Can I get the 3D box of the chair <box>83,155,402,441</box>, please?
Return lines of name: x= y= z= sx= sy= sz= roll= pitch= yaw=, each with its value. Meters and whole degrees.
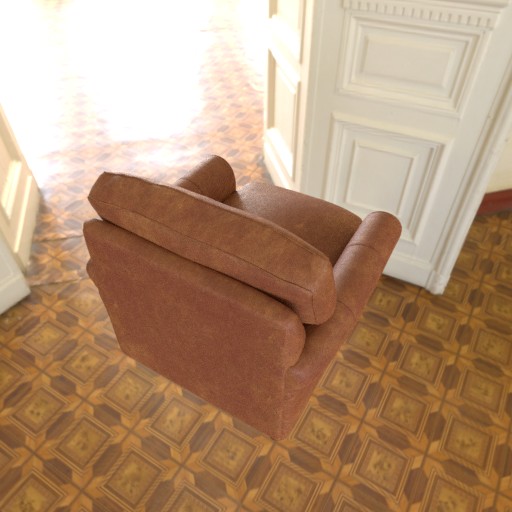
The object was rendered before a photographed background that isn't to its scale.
chair: x=0.000 y=0.000 z=1.811 sx=0.983 sy=0.962 sz=0.986 roll=23 pitch=49 yaw=21
